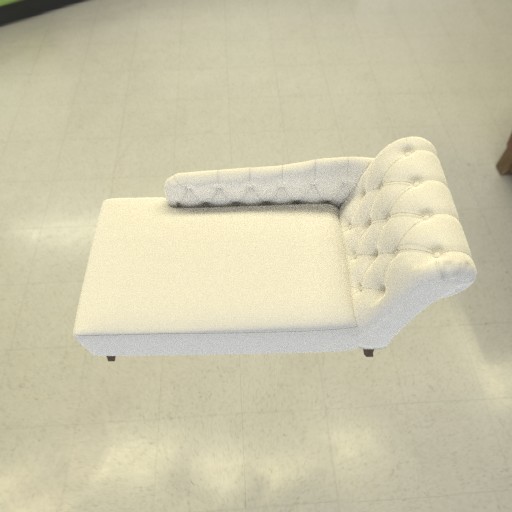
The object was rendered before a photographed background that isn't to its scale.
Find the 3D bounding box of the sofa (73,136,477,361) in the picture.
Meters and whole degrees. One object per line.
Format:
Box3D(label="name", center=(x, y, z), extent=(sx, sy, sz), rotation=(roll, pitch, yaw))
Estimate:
Box3D(label="sofa", center=(0.000, 0.000, 1.809), extent=(1.379, 0.787, 0.675), rotation=(-1, 57, 0))
